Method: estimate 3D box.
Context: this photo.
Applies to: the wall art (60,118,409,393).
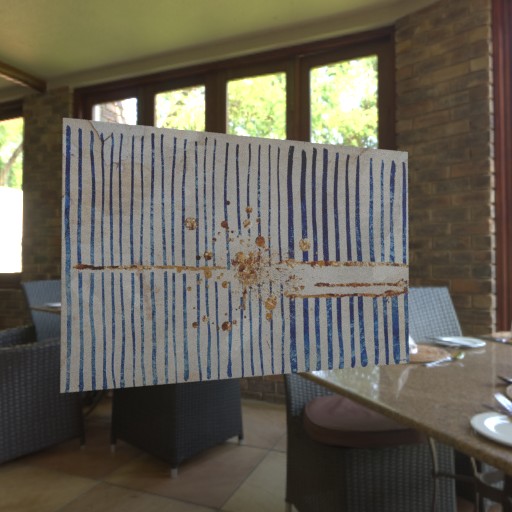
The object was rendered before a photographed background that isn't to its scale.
[{"bbox_3d":[0.000,0.000,1.421,1.143,0.757,0.038,0,-1,-19],"label":"wall art"}]
